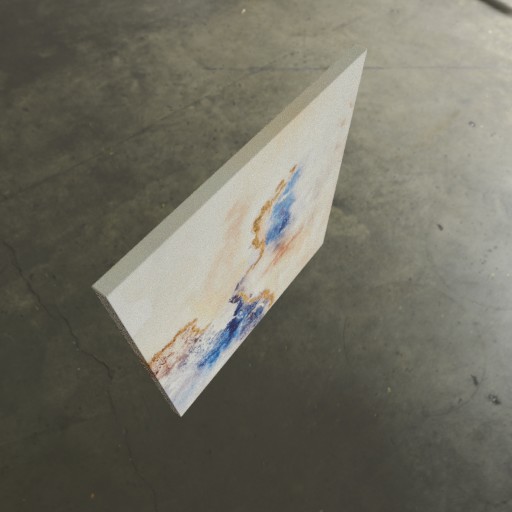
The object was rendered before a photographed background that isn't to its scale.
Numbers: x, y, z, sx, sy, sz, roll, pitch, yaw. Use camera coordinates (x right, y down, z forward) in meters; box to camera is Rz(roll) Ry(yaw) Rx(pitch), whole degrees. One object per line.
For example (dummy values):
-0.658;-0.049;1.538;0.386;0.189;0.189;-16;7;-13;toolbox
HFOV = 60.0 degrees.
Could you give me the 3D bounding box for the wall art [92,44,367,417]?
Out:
0.000;0.000;1.320;0.038;0.889;0.889;33;63;19;wall art
